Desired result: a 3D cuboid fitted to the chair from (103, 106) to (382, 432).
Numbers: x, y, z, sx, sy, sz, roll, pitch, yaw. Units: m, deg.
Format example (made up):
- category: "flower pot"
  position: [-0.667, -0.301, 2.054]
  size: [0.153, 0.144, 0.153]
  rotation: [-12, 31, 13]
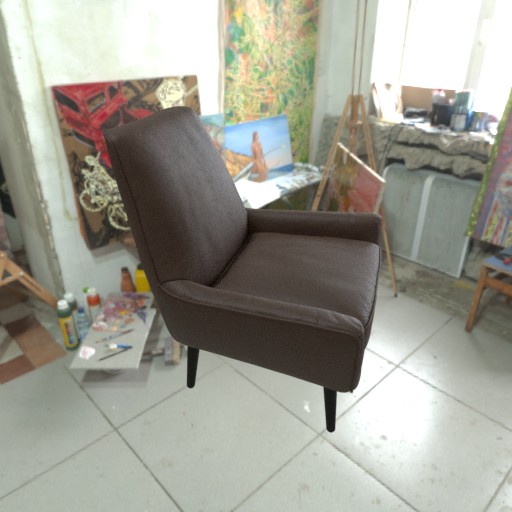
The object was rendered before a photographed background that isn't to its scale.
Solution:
- category: "chair"
  position: [0.000, 0.000, 1.511]
  size: [0.824, 0.888, 0.787]
  rotation: [8, 29, 15]
